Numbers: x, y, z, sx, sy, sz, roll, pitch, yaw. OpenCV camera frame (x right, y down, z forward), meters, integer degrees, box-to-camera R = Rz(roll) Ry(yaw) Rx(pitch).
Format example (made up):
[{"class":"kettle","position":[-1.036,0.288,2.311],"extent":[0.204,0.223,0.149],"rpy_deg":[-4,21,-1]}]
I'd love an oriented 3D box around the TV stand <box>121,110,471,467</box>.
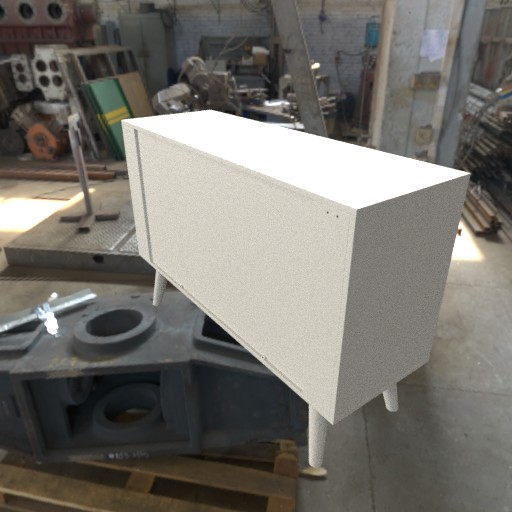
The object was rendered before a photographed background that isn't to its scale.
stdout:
[{"class":"TV stand","position":[0.000,0.000,1.574],"extent":[0.406,0.812,1.193],"rpy_deg":[-19,32,-32]}]
